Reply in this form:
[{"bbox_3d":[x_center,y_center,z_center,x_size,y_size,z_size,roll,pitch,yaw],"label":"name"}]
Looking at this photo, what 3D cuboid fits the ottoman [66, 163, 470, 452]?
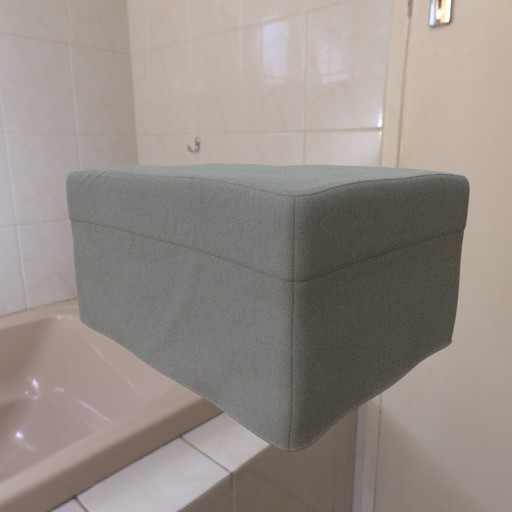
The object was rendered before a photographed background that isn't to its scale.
[{"bbox_3d":[0.000,0.000,1.167,0.648,0.461,0.833,-13,19,-43],"label":"ottoman"}]
